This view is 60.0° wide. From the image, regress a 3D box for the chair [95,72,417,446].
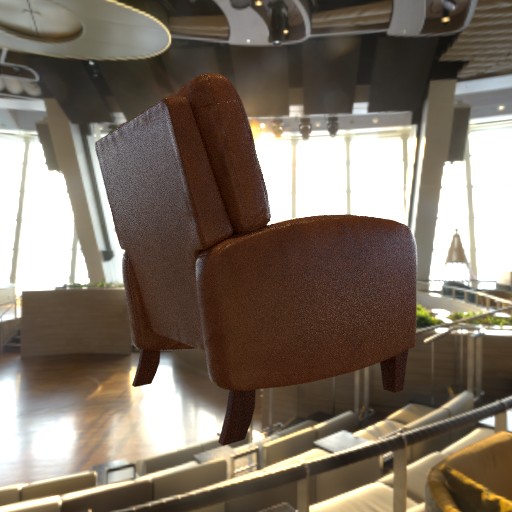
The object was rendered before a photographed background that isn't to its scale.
[{"bbox_3d":[0.000,0.000,1.628,0.990,0.990,0.762,-1,1,-36],"label":"chair"}]
